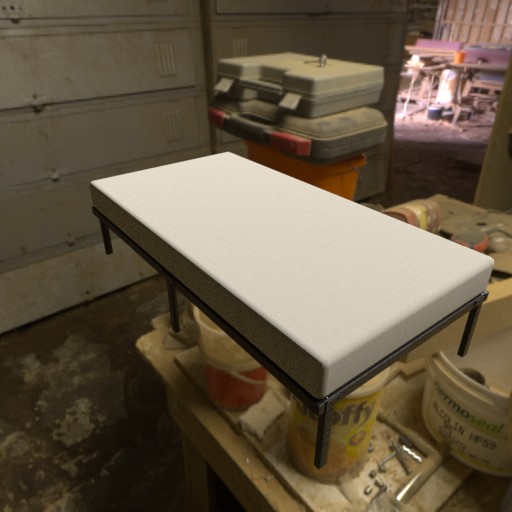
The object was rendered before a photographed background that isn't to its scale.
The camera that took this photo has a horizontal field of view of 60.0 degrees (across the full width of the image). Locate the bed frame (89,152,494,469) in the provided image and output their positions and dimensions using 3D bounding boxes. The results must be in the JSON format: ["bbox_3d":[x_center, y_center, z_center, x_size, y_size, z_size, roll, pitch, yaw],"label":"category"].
[{"bbox_3d":[0.000,0.000,3.151,1.393,0.680,2.635,-21,36,-32],"label":"bed frame"}]
